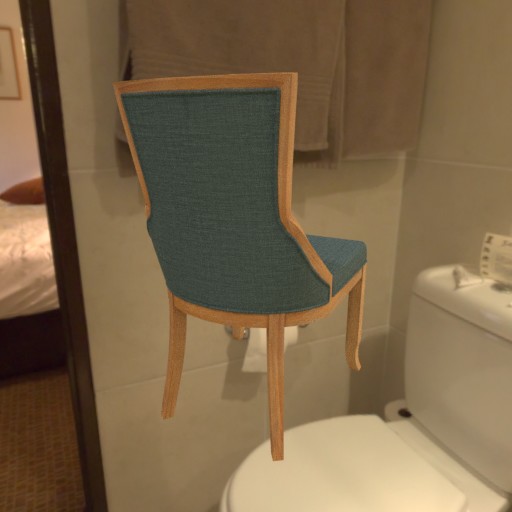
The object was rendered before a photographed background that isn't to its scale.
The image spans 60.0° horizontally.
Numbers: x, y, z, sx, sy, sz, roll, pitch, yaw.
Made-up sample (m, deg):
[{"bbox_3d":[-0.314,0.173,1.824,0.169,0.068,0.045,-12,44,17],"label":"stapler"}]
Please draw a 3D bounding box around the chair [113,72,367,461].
[{"bbox_3d":[0.000,0.000,1.316,0.524,0.947,0.641,9,19,26],"label":"chair"}]
